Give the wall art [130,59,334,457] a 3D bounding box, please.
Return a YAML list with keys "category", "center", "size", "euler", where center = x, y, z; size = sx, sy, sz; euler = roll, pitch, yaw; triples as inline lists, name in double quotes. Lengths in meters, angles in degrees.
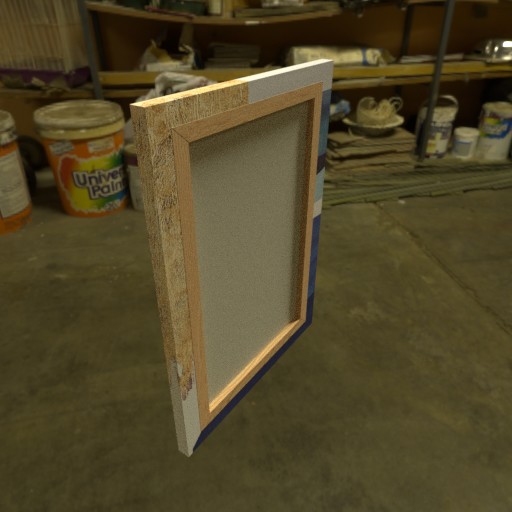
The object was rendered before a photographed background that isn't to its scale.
- category: "wall art"
  center: [0.000, 0.000, 0.808]
  size: [0.026, 0.613, 0.458]
  euler: [20, 36, 29]
